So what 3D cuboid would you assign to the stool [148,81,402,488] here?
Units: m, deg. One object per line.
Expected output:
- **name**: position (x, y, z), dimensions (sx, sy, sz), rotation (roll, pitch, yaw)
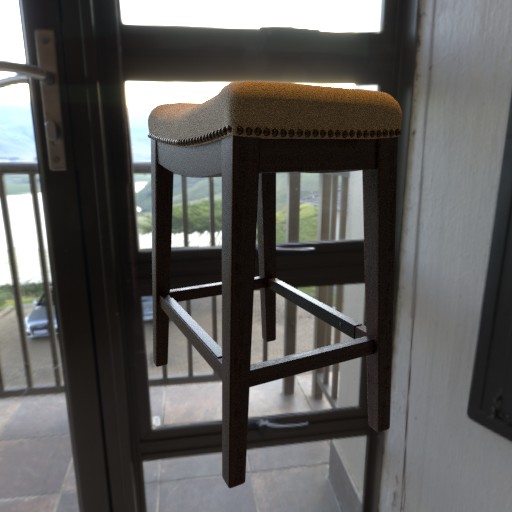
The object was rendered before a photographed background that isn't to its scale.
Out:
- **stool**: position (0.000, 0.000, 0.973), dimensions (0.363, 0.669, 0.509), rotation (-7, 16, -26)
